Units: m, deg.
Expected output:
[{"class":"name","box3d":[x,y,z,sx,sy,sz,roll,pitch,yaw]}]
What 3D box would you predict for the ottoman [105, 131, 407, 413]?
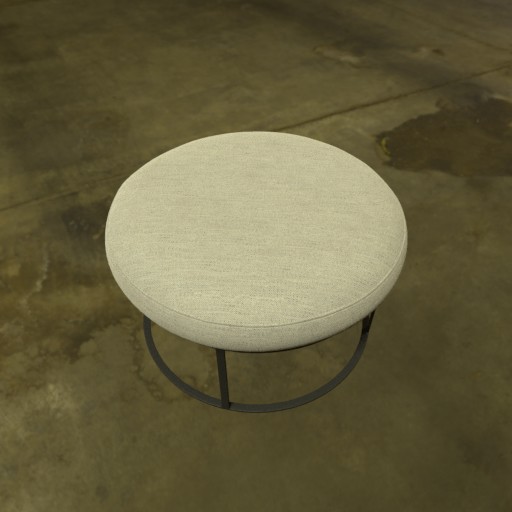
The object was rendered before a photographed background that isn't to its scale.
[{"class":"ottoman","box3d":[0.000,0.000,1.252,0.769,0.459,0.769,0,44,0]}]
